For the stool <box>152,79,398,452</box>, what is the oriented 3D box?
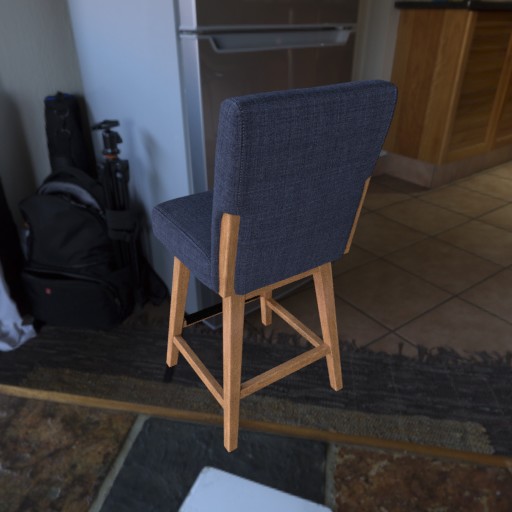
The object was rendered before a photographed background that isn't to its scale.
[{"bbox_3d":[0.000,0.000,1.315,0.459,1.010,0.526,-18,35,-29],"label":"stool"}]
